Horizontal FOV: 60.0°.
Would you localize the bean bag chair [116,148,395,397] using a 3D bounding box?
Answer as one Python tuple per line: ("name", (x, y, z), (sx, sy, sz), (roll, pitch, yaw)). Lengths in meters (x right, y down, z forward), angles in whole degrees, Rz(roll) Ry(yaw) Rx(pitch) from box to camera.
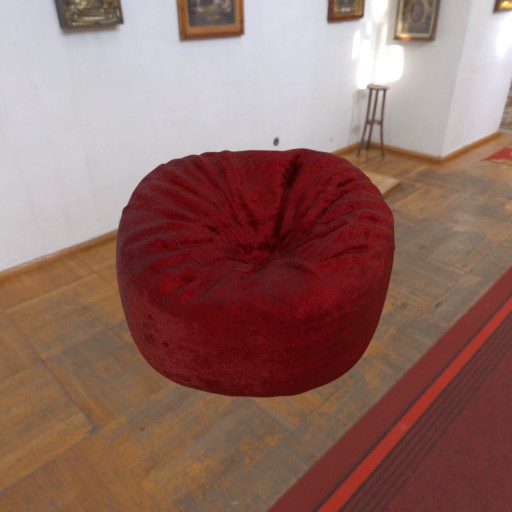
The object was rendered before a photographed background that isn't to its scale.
("bean bag chair", (0.000, 0.000, 2.424), (1.524, 0.878, 1.524), (0, 30, 1))
